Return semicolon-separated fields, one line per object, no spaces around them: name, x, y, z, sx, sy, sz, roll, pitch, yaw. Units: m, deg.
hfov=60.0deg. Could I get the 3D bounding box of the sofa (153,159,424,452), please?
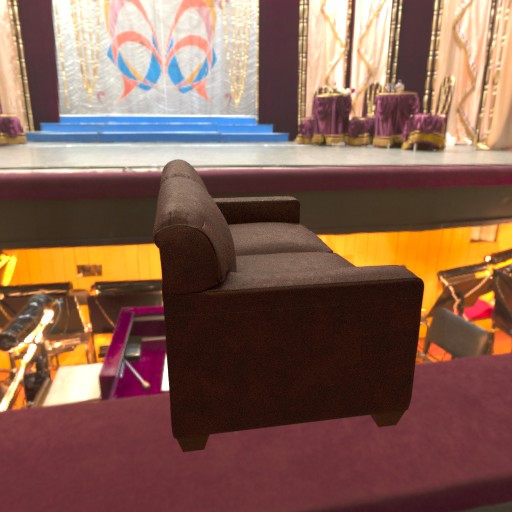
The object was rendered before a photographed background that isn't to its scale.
sofa;0.000;0.000;2.445;1.000;0.966;1.856;-3;17;-10
